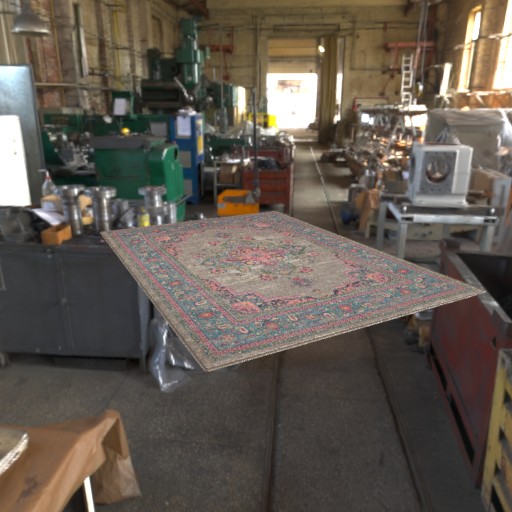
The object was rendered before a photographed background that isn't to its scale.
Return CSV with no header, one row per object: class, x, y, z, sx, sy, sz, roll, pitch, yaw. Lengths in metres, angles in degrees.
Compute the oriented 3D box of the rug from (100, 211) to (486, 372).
rug,0.000,0.000,2.926,1.609,0.013,2.214,-10,21,-27
